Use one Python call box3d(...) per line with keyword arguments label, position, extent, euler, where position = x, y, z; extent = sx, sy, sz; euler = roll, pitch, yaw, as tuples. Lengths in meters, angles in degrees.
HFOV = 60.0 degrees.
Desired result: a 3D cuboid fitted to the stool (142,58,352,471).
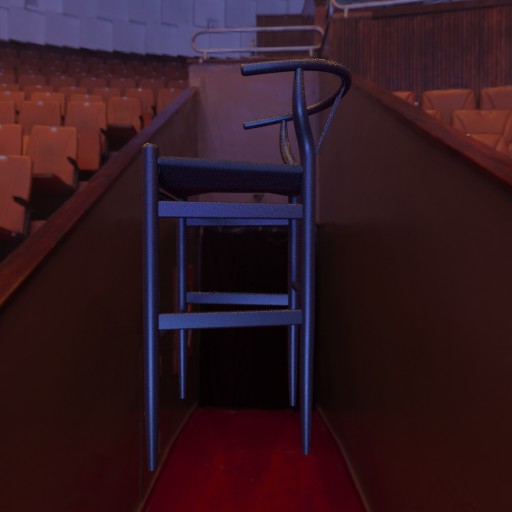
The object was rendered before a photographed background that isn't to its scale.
box3d(label="stool", position=(0.000, 0.000, 1.383), extent=(0.579, 1.072, 0.569), euler=(0, 1, -1))
